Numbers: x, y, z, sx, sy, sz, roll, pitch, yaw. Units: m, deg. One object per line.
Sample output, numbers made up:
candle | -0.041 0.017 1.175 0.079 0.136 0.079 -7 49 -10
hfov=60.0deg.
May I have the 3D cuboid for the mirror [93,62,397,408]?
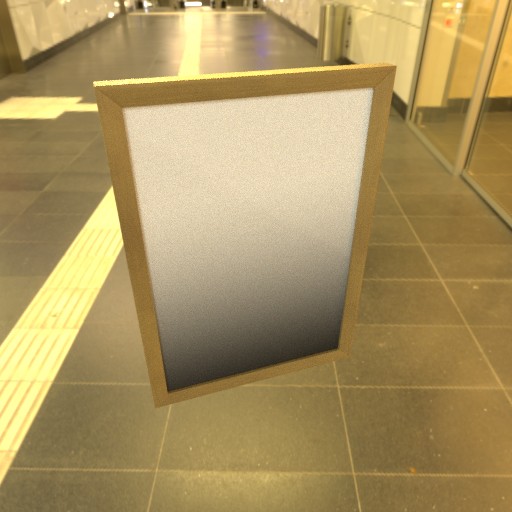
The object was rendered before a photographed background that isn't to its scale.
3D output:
mirror | 0.000 0.000 0.915 0.507 0.710 0.040 -10 34 -16
